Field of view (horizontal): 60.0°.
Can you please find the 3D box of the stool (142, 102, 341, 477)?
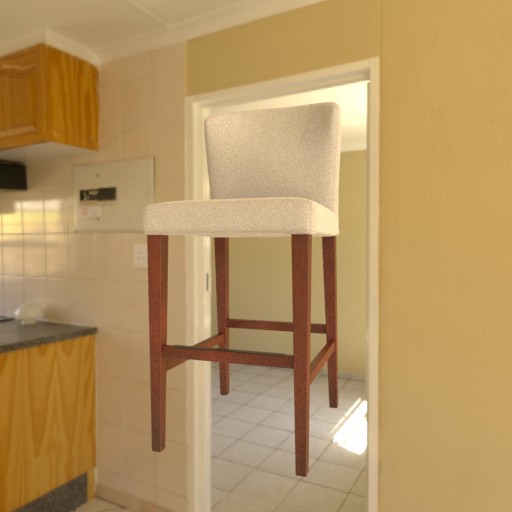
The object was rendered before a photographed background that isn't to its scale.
[{"bbox_3d":[0.000,0.000,1.384,0.479,1.069,0.568,0,1,19],"label":"stool"}]
